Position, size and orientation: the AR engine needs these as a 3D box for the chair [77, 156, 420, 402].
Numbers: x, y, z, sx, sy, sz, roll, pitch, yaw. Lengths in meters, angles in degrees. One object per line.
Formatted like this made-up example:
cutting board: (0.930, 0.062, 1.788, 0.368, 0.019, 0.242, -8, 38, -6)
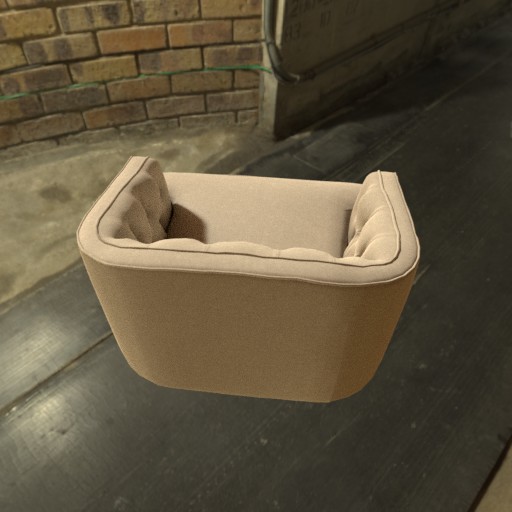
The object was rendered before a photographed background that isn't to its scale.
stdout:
chair: (0.000, 0.000, 1.802, 1.104, 0.852, 0.941, 4, 47, 4)
